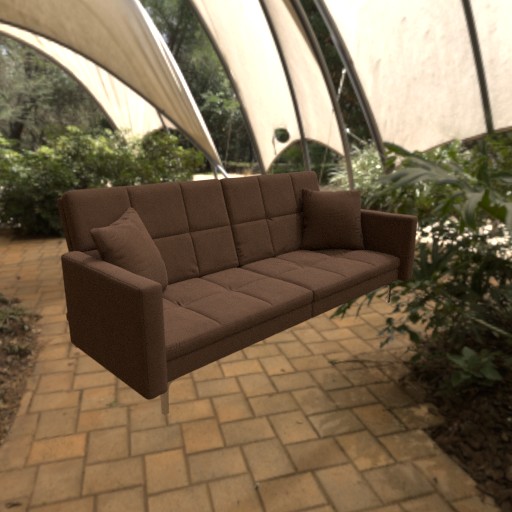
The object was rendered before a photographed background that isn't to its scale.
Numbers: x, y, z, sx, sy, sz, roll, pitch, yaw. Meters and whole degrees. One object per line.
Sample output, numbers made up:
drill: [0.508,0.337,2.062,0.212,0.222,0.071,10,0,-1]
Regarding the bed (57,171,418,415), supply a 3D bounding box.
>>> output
bed: [0.000,0.000,2.373,1.905,0.787,0.889,-14,21,-43]
